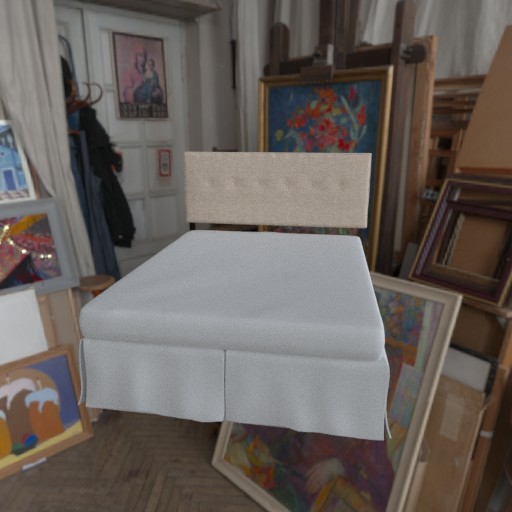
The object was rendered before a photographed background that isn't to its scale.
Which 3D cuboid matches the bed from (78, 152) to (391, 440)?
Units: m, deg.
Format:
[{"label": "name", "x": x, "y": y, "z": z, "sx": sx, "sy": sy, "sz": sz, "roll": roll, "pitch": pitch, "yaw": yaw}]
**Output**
[{"label": "bed", "x": 0.000, "y": 0.000, "z": 2.982, "sx": 1.643, "sy": 1.270, "sz": 1.978, "roll": 3, "pitch": 16, "yaw": 9}]
